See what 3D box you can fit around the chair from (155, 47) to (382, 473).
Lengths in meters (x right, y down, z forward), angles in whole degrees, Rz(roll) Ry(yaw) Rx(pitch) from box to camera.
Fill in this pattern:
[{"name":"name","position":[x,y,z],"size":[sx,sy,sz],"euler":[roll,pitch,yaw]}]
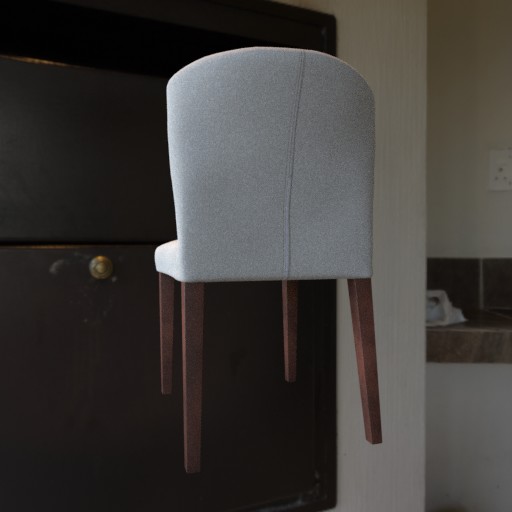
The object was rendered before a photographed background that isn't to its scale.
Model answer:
[{"name":"chair","position":[0.000,0.000,1.159],"size":[0.491,0.839,0.592],"euler":[0,1,-18]}]
